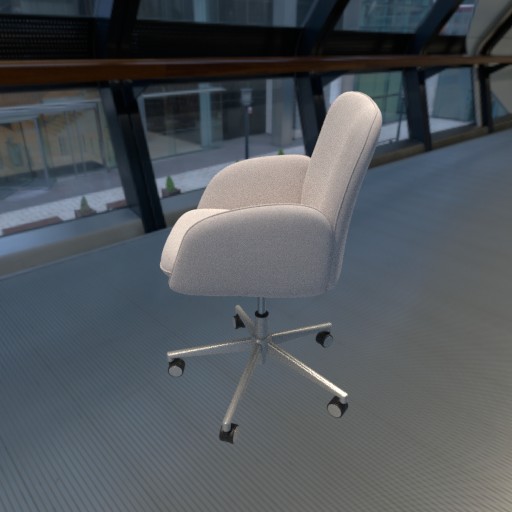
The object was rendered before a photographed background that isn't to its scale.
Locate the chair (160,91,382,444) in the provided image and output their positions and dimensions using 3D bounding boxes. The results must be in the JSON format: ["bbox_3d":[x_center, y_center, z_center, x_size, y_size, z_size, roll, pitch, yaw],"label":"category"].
[{"bbox_3d":[0.000,0.000,1.399,0.633,0.959,0.648,0,26,1],"label":"chair"}]
